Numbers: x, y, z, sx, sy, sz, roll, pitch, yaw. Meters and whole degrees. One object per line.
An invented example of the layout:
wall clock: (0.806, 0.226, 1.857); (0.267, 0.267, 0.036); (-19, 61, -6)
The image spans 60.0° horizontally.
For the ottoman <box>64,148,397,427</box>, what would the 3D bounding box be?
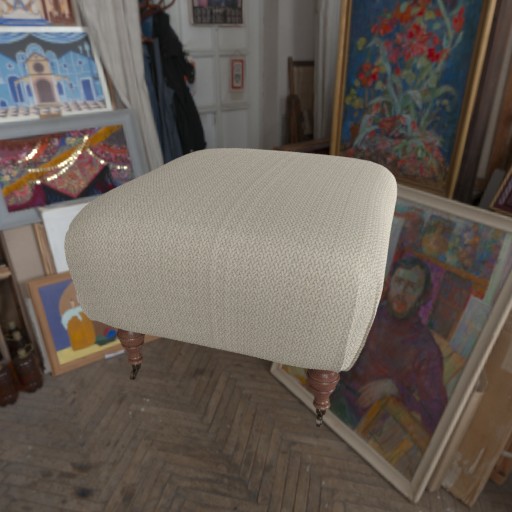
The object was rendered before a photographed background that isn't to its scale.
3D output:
ottoman: (0.000, 0.000, 1.101); (0.622, 0.447, 0.684); (8, 27, 17)
